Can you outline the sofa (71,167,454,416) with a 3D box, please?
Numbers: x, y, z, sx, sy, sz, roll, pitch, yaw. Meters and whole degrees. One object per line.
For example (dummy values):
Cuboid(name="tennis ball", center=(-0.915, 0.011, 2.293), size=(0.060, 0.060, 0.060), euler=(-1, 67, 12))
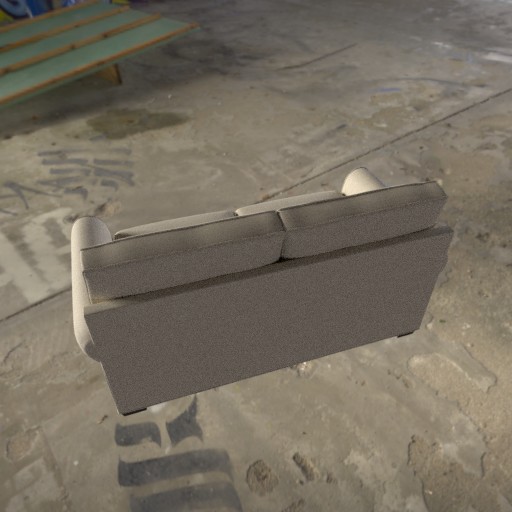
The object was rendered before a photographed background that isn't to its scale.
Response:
Cuboid(name="sofa", center=(0.000, 0.000, 2.296), size=(1.774, 0.933, 0.861), euler=(-12, 42, -14))
